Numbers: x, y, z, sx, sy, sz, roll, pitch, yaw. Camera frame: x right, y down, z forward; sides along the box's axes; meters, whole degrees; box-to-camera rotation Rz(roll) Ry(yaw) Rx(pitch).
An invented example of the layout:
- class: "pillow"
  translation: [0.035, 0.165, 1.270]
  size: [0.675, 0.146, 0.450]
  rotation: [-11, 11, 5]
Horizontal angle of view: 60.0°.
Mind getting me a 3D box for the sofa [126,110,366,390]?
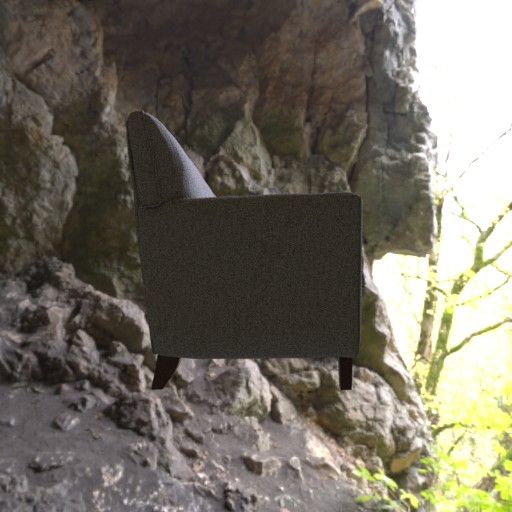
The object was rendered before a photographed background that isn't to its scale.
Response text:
- class: "sofa"
  translation: [0.000, 0.000, 2.442]
  size: [0.854, 0.942, 2.026]
  rotation: [0, -1, 1]
